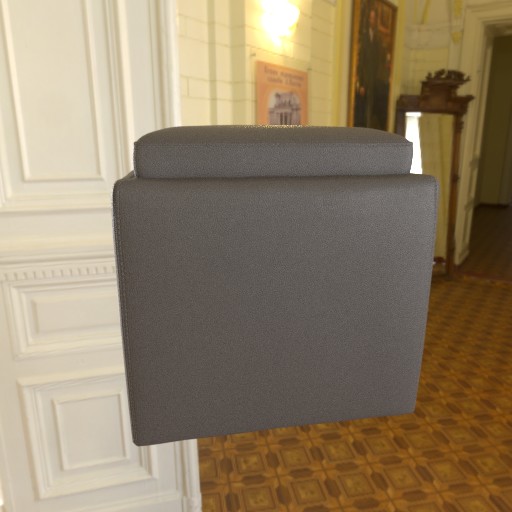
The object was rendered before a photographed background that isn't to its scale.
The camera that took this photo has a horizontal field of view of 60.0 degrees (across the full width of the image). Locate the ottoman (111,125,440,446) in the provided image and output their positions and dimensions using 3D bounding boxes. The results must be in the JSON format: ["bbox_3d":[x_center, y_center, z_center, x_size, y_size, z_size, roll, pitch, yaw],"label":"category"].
[{"bbox_3d":[0.000,0.000,0.812,0.451,0.460,0.450,-3,15,-10],"label":"ottoman"}]
